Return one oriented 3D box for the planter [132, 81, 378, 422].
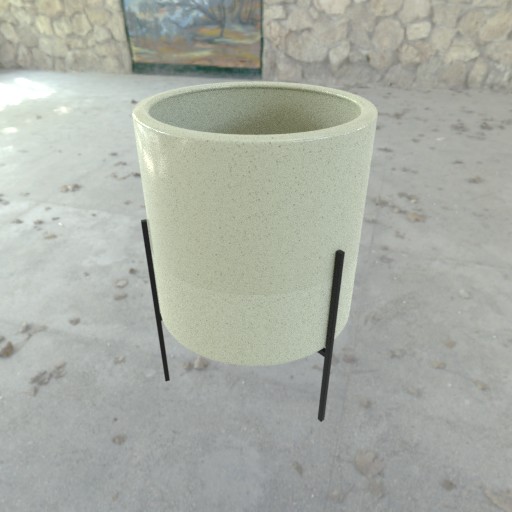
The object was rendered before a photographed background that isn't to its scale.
[{"bbox_3d":[0.000,0.000,0.708,0.314,0.475,0.323,10,33,15],"label":"planter"}]
